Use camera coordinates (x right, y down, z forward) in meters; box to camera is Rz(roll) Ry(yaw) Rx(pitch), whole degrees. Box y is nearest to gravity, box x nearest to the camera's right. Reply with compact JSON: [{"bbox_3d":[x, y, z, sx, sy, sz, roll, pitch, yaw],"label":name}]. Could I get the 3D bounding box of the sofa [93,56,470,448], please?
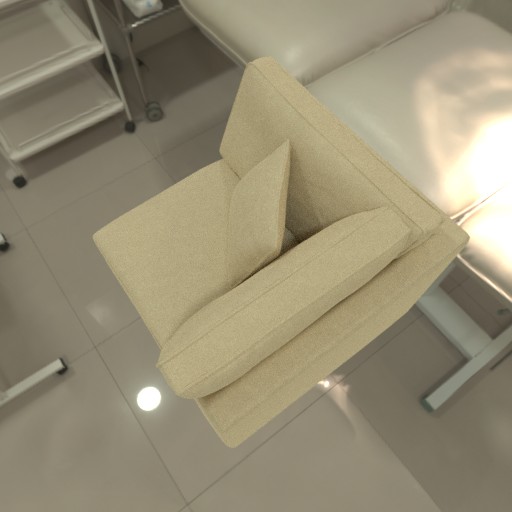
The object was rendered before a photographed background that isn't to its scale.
[{"bbox_3d":[0.000,0.000,1.911,1.146,1.002,1.084,-34,68,-16],"label":"sofa"}]
